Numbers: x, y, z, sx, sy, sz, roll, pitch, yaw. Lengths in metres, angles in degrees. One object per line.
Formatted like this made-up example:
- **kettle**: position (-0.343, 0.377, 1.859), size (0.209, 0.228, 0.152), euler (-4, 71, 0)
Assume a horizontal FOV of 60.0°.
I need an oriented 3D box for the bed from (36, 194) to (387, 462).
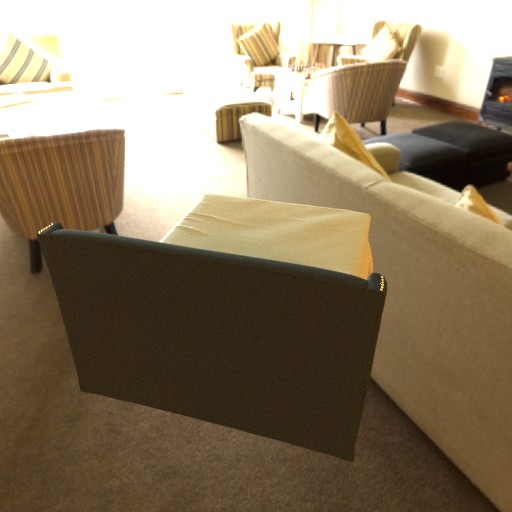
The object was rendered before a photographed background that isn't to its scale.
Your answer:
- **bed**: position (0.000, 0.000, 3.488), size (1.925, 1.332, 2.276), euler (9, 33, 14)
